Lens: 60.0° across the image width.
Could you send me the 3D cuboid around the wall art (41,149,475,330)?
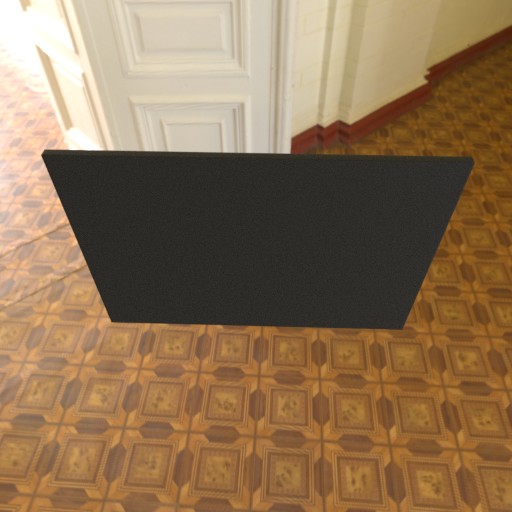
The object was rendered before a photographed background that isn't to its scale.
[{"bbox_3d":[0.000,0.000,1.233,0.964,0.659,0.049,2,47,2],"label":"wall art"}]
